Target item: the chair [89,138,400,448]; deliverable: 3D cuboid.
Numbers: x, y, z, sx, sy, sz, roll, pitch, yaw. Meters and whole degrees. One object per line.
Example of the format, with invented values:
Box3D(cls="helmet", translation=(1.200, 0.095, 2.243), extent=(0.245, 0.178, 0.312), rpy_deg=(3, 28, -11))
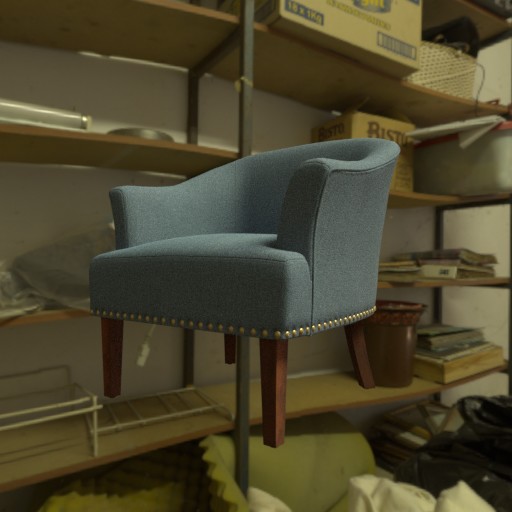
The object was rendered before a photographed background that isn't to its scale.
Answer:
Box3D(cls="chair", translation=(0.000, 0.000, 1.344), extent=(0.772, 0.815, 0.704), rpy_deg=(0, 0, 36))
